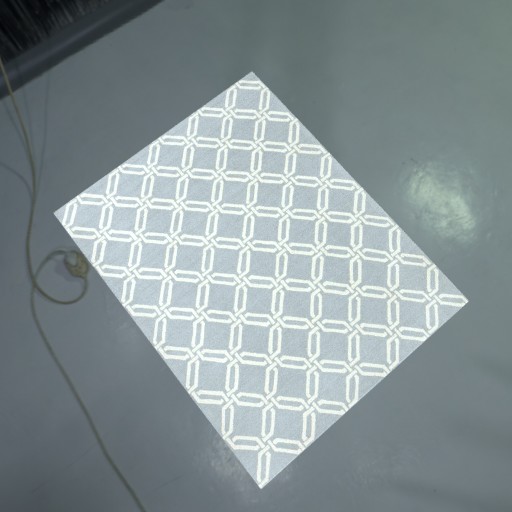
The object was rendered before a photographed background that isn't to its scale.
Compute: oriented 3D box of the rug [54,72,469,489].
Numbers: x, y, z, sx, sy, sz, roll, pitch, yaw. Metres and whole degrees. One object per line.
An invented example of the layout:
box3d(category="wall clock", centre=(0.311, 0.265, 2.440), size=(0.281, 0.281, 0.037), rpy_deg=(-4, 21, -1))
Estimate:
box3d(category="rug", centre=(0.000, 0.000, 3.846), size=(2.288, 0.018, 2.895), rpy_deg=(-39, 79, -9))
